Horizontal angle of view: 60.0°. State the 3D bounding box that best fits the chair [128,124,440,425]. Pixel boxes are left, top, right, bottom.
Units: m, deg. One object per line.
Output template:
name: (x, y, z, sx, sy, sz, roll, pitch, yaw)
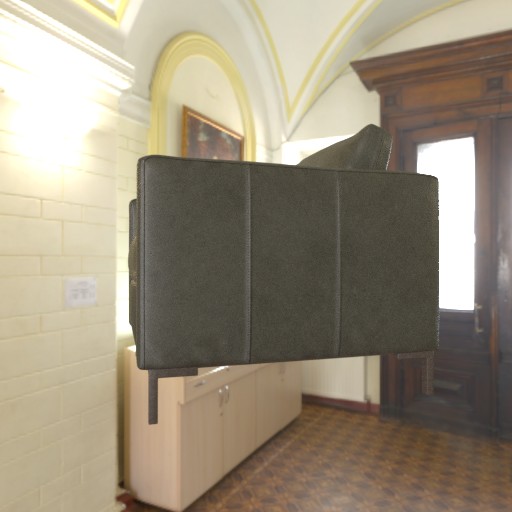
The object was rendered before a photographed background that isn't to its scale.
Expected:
chair: (0.000, 0.000, 1.515, 0.861, 0.824, 0.967, 0, -1, -17)
